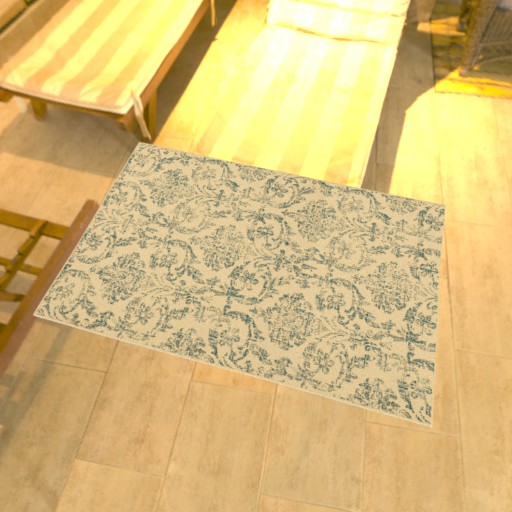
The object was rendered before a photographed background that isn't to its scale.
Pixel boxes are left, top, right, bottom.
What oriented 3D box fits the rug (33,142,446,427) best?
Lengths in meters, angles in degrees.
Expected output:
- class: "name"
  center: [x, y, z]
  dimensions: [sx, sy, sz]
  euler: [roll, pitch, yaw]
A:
- class: "rug"
  center: [0.000, 0.000, 3.386]
  dimensions: [2.746, 0.018, 1.819]
  euler: [13, 58, 9]
